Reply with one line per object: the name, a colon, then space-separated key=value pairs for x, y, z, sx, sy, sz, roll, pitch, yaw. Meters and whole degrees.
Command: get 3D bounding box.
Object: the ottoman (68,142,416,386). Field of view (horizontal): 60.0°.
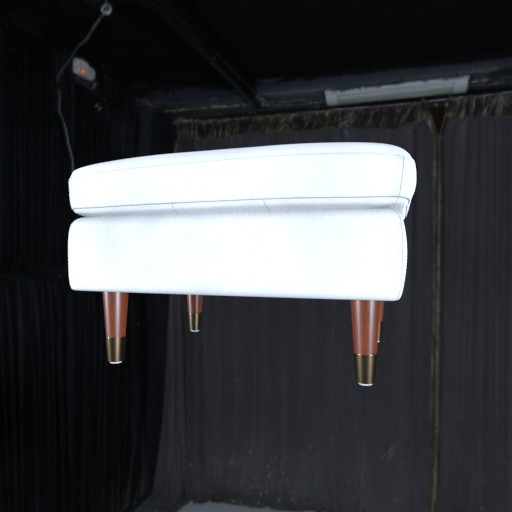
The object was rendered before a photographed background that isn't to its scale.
ottoman: x=0.000 y=0.000 z=1.122 sx=0.747 sy=0.478 sz=0.593 roll=0 pitch=1 yaw=17
